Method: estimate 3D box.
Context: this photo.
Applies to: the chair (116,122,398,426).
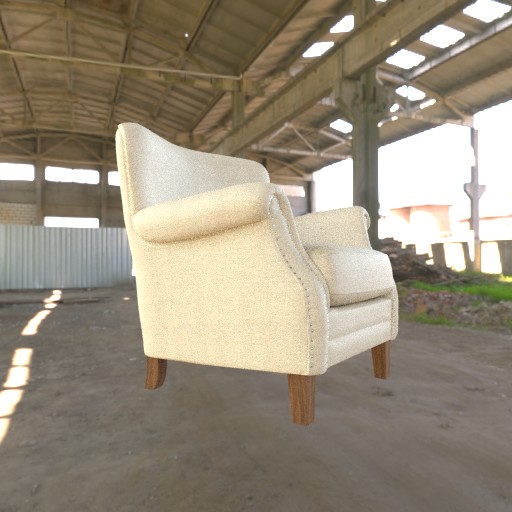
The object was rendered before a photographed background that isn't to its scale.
[{"bbox_3d":[0.000,0.000,1.676,0.921,0.936,0.861,0,-1,35],"label":"chair"}]
